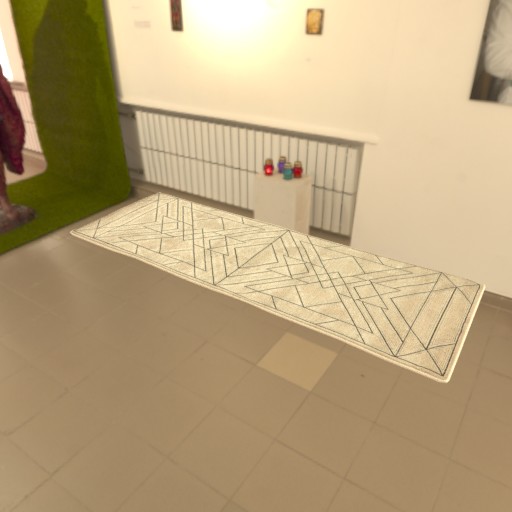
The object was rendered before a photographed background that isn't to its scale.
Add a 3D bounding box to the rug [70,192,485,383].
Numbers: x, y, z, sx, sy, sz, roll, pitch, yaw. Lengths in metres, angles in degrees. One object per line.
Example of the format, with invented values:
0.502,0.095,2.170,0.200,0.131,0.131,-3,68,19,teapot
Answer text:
0.000,0.000,2.624,2.381,0.036,0.831,18,35,29,rug
